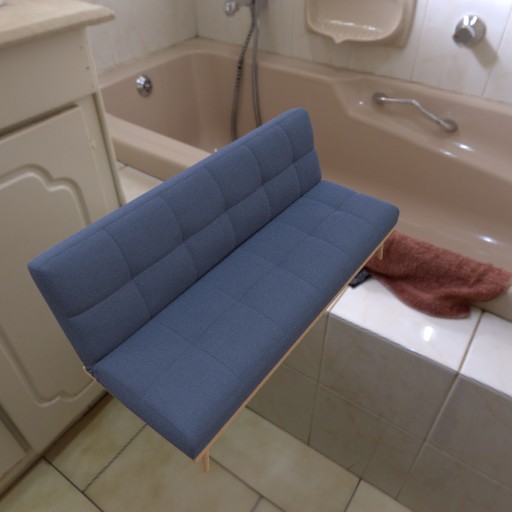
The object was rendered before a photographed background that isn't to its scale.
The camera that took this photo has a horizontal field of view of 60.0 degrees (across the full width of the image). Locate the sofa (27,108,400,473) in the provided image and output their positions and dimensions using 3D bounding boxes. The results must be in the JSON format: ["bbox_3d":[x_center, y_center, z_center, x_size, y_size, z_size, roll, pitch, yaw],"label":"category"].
[{"bbox_3d":[0.000,0.000,2.206,0.796,0.800,1.800,26,47,27],"label":"sofa"}]
